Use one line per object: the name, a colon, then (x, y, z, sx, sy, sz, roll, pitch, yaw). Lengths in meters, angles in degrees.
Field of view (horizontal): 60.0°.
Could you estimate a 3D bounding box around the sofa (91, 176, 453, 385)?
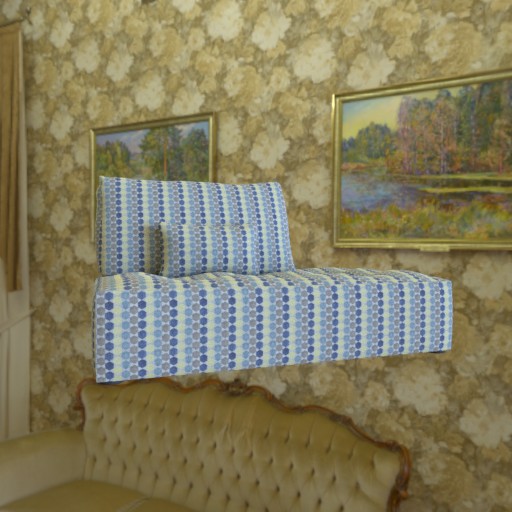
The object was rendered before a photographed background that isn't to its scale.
sofa: (0.000, 0.000, 2.094, 1.450, 0.820, 1.000, 0, 1, -20)
